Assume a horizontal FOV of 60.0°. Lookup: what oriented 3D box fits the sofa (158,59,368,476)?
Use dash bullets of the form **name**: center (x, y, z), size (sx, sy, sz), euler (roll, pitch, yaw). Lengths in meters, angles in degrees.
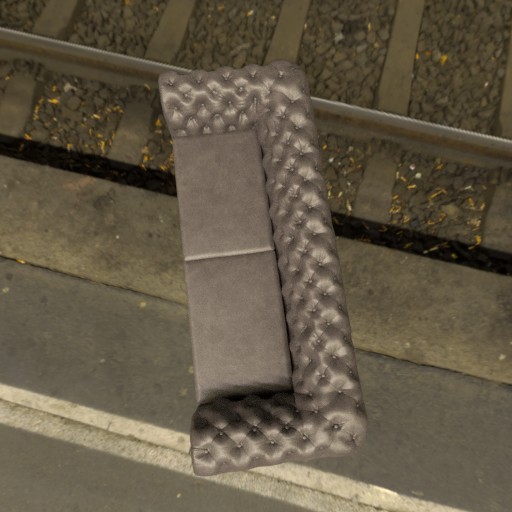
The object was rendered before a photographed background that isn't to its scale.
- **sofa**: center (0.000, 0.000, 2.829), size (0.944, 0.783, 2.385), euler (-7, 77, -2)
